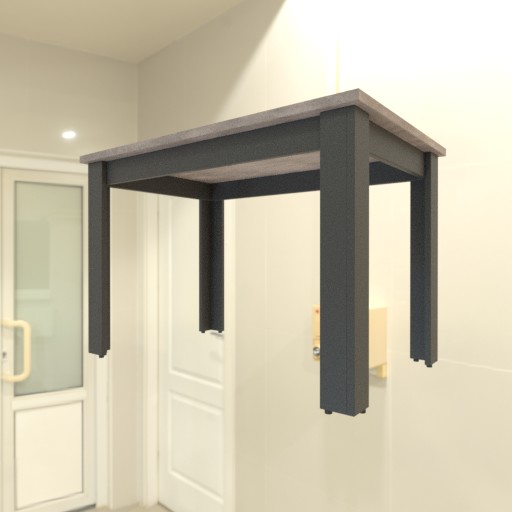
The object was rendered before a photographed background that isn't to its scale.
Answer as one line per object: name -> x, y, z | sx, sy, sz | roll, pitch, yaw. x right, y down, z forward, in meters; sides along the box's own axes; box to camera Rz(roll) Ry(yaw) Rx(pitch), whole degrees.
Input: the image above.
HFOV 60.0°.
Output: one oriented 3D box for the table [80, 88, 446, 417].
table -> 0.000, 0.000, 1.573 | 1.100, 0.734, 0.700 | 0, 0, 38
